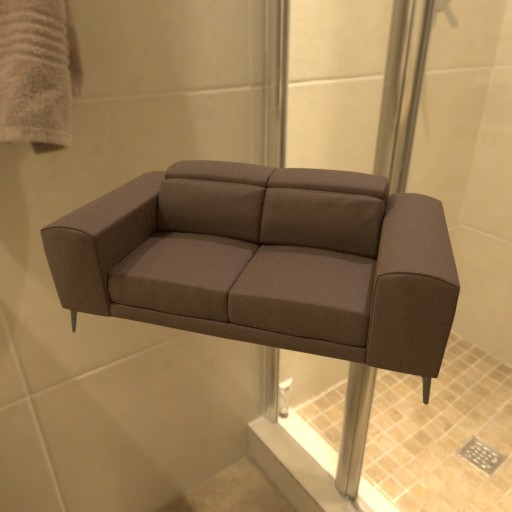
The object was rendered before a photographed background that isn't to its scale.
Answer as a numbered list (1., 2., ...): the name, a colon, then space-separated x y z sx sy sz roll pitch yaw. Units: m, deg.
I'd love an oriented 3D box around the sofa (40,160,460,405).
1. sofa: 0.000 0.000 2.386 1.895 0.779 1.003 8 28 15
